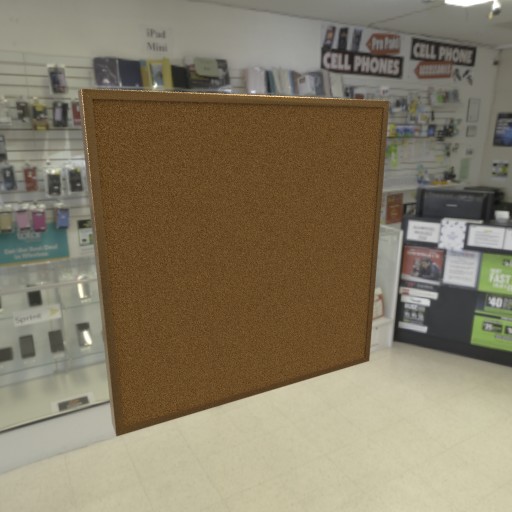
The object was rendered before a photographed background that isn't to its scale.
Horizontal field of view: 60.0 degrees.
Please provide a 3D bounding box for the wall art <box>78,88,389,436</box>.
[{"bbox_3d":[0.000,0.000,0.744,0.505,0.505,0.037,-8,18,-26],"label":"wall art"}]
